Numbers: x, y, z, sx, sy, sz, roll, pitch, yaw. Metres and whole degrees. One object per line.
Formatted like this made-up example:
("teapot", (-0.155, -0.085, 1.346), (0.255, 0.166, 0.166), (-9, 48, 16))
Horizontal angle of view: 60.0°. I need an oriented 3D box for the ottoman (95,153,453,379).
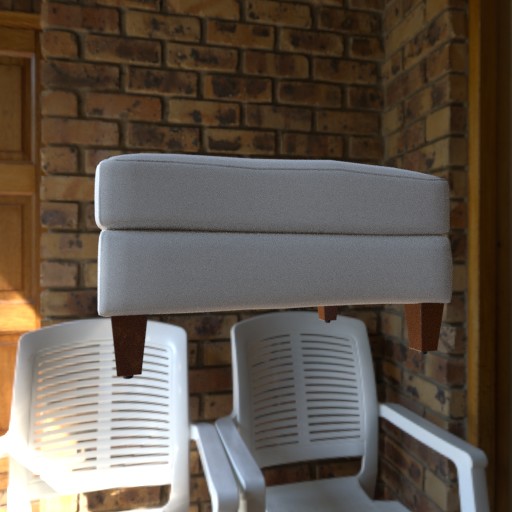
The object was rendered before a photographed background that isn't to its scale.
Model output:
("ottoman", (0.000, 0.000, 1.223), (0.818, 0.479, 0.634), (0, 0, -18))
